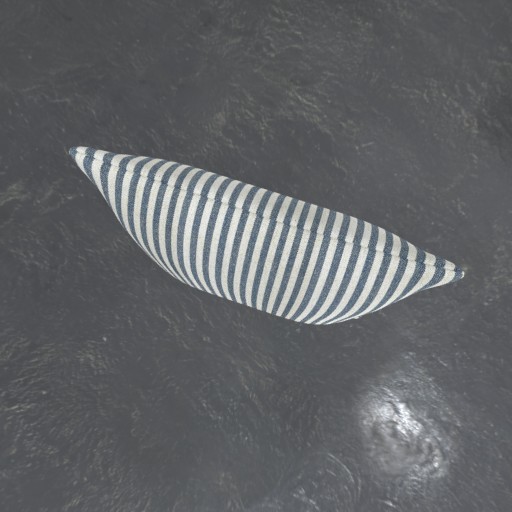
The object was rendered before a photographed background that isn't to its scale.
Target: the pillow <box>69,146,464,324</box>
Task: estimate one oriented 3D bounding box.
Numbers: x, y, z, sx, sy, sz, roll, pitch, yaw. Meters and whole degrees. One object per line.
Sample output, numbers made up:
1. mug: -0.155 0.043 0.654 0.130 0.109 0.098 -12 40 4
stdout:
1. pillow: 0.000 0.000 0.794 0.523 0.510 0.166 18 78 4
